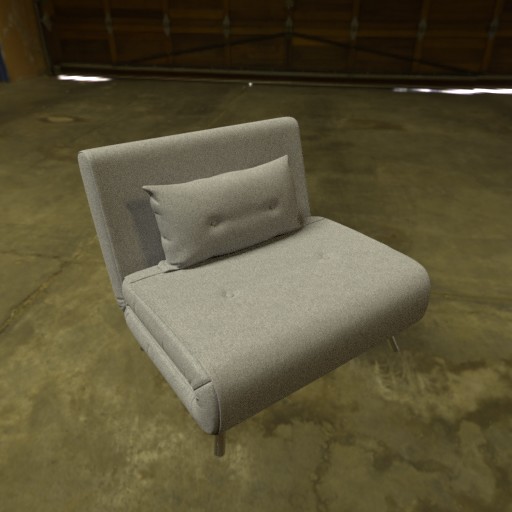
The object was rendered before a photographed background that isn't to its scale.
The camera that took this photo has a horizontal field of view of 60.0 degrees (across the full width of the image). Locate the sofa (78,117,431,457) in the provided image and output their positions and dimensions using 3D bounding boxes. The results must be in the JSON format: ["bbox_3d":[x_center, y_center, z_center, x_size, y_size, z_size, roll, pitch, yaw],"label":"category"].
[{"bbox_3d":[0.000,0.000,1.777,1.020,0.825,1.000,-19,35,-30],"label":"sofa"}]
